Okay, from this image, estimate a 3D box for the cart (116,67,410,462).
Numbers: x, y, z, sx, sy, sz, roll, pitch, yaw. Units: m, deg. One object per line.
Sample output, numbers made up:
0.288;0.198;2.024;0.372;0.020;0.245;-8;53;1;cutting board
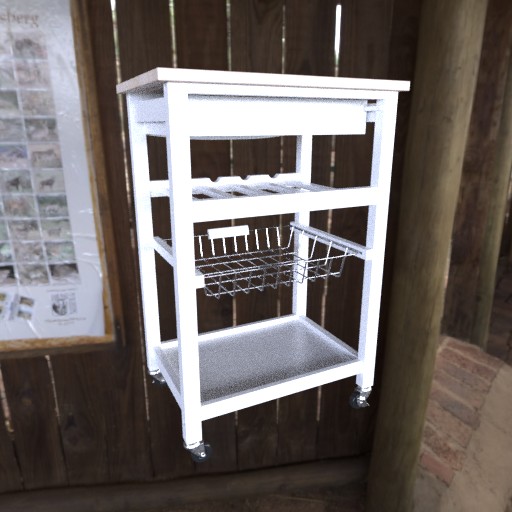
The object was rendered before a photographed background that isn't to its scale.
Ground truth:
0.000;0.000;1.177;0.578;0.857;0.406;-8;18;-25;cart
